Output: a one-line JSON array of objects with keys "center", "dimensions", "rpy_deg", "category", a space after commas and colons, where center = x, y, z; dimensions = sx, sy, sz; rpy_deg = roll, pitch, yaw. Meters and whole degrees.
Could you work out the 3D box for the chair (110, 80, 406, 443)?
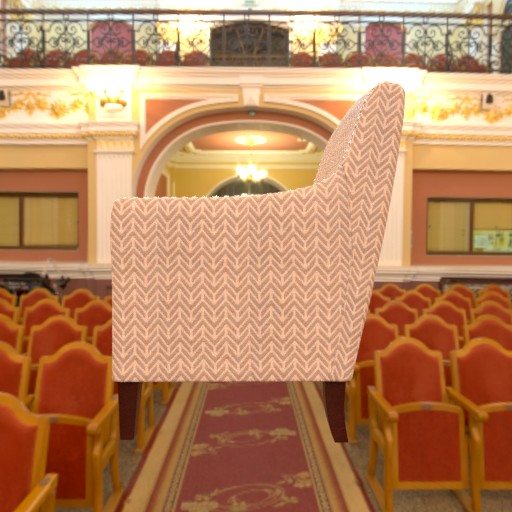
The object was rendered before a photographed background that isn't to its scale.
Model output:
[{"center": [0.000, 0.000, 1.273], "dimensions": [0.651, 0.816, 0.623], "rpy_deg": [0, 1, 0], "category": "chair"}]
